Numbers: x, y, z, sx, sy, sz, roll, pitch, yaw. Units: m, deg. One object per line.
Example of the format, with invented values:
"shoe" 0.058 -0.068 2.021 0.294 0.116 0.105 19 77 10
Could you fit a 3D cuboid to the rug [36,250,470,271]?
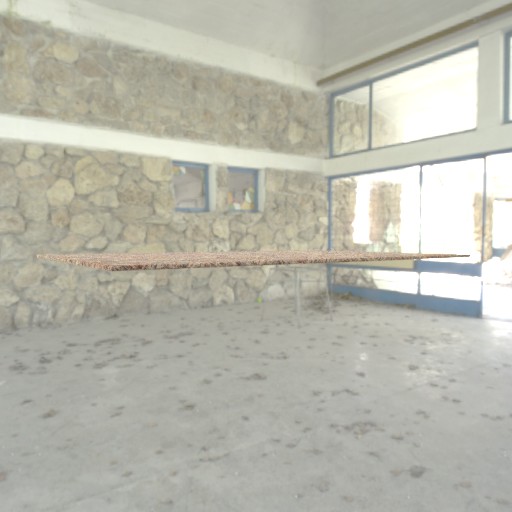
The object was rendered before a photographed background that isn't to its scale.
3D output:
"rug" 0.000 0.000 2.800 2.285 0.019 1.523 -1 2 -35
